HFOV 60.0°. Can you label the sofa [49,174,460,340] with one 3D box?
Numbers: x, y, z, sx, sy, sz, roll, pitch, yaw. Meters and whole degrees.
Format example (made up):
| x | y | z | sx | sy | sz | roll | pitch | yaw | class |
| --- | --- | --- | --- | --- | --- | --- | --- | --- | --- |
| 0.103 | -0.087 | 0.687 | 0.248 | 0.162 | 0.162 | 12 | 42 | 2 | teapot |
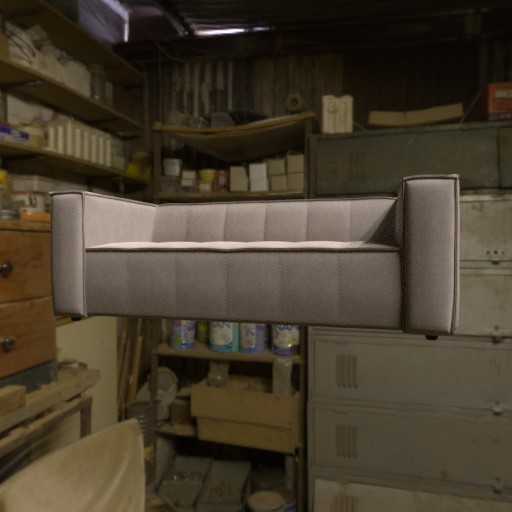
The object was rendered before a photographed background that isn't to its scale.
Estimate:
| x | y | z | sx | sy | sz | roll | pitch | yaw | class |
| --- | --- | --- | --- | --- | --- | --- | --- | --- | --- |
| 0.000 | 0.000 | 2.489 | 1.995 | 0.680 | 1.038 | 0 | 1 | 16 | sofa |
